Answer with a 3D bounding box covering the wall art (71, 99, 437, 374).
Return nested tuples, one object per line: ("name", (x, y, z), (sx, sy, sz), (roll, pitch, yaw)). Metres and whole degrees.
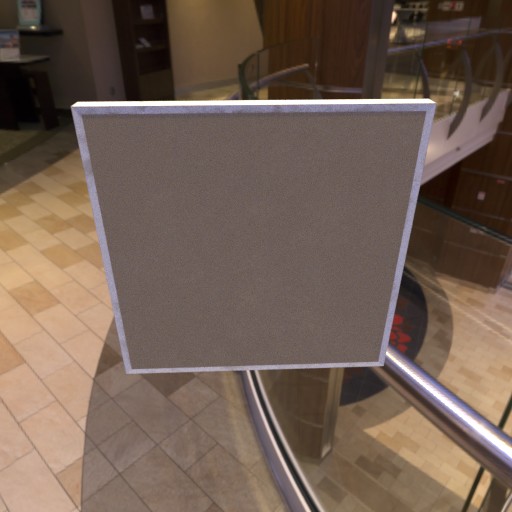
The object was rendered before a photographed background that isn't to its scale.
("wall art", (0.000, 0.000, 0.757), (0.508, 0.506, 0.029), (-1, 31, -2))
